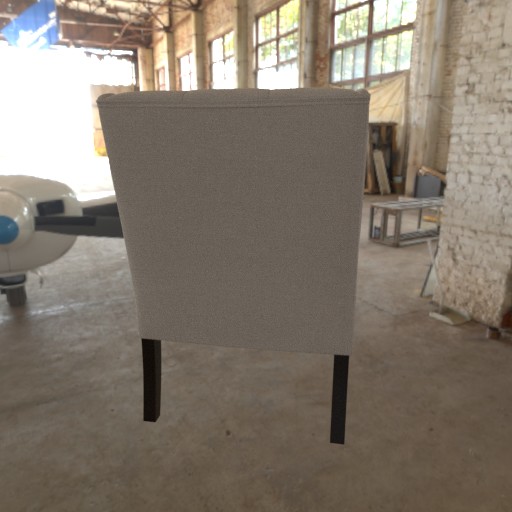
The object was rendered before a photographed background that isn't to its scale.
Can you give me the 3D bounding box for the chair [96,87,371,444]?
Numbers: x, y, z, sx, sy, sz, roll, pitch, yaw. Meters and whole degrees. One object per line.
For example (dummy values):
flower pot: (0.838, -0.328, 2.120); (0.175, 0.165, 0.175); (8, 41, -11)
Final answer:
chair: (0.000, 0.000, 1.281); (0.569, 0.853, 0.676); (3, 15, 10)
